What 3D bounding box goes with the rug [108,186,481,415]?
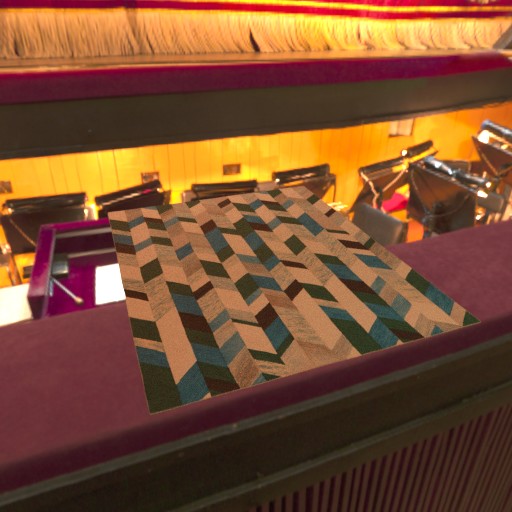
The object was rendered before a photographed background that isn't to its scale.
[{"bbox_3d":[0.000,0.000,4.122,2.440,0.008,3.036,-10,31,-18],"label":"rug"}]
